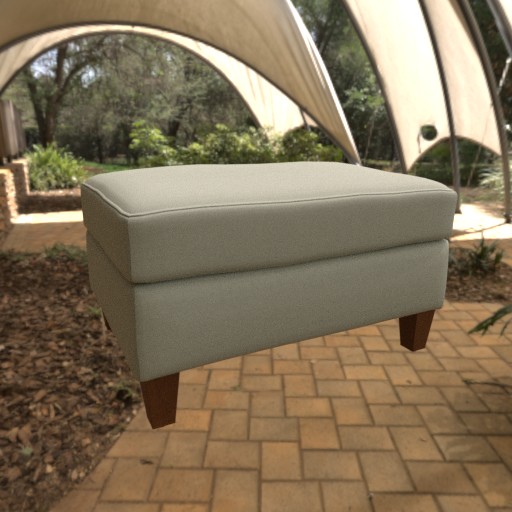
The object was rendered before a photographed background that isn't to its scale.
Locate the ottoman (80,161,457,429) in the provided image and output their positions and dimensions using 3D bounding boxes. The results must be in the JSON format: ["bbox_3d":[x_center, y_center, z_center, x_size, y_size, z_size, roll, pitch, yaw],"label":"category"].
[{"bbox_3d":[0.000,0.000,1.212,0.818,0.496,0.634,-8,17,-27],"label":"ottoman"}]
